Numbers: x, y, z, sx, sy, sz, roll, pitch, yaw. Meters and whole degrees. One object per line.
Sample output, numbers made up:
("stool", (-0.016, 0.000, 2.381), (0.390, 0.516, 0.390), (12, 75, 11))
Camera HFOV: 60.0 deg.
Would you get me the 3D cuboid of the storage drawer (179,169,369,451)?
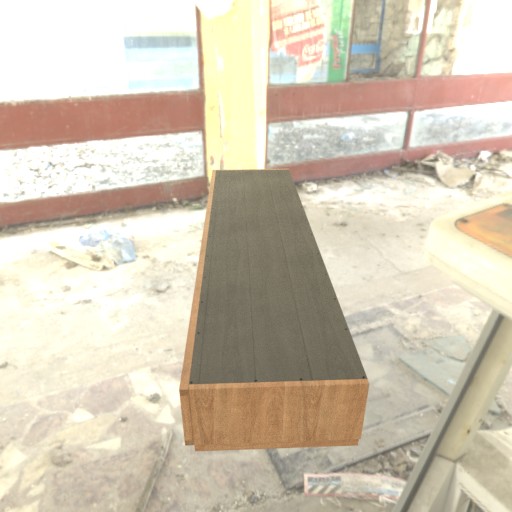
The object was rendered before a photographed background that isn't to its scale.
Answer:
("storage drawer", (0.000, 0.000, 2.160), (0.538, 0.264, 2.032), (-1, 28, -2))
